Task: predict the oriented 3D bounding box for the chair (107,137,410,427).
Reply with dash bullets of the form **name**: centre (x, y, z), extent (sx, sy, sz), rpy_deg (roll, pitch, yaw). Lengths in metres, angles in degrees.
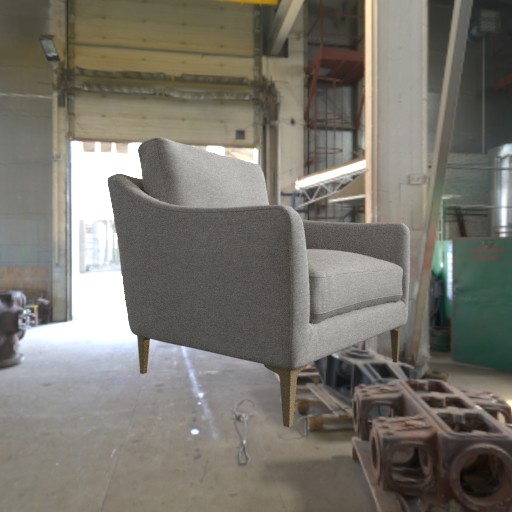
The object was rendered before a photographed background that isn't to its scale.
- **chair**: centre (0.000, 0.000, 1.778), extent (0.961, 0.902, 0.986), rpy_deg (0, 0, 36)
